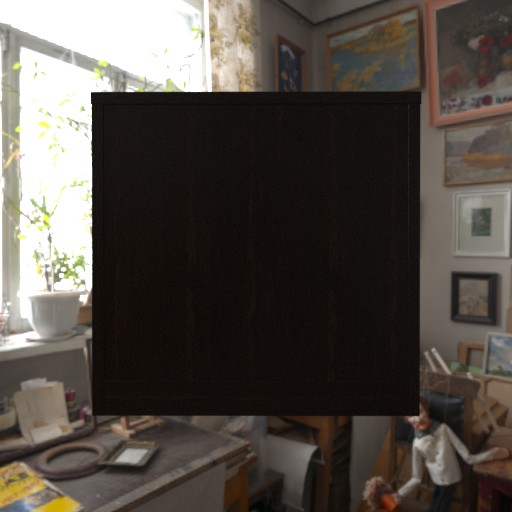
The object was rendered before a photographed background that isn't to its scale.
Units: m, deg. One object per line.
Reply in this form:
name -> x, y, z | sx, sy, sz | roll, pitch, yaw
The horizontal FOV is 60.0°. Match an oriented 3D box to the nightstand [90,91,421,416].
nightstand -> 0.000, 0.000, 0.867 | 0.489, 0.487, 0.427 | 0, 0, 0
